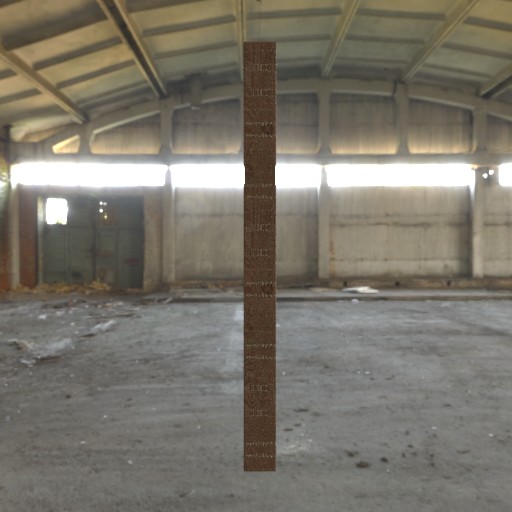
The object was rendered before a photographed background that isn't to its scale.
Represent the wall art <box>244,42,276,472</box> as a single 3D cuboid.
[{"bbox_3d":[0.000,0.000,0.813,0.040,0.531,0.531,0,0,-1],"label":"wall art"}]
